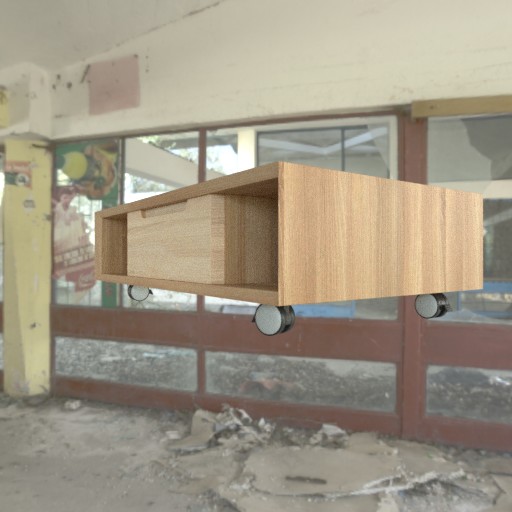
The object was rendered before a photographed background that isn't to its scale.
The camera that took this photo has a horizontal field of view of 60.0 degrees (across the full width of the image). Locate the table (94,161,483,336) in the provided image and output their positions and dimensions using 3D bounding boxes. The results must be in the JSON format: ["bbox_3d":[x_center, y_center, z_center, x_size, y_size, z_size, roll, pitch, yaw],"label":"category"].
[{"bbox_3d":[0.000,0.000,1.424,0.700,0.330,1.100,0,0,-36],"label":"table"}]
